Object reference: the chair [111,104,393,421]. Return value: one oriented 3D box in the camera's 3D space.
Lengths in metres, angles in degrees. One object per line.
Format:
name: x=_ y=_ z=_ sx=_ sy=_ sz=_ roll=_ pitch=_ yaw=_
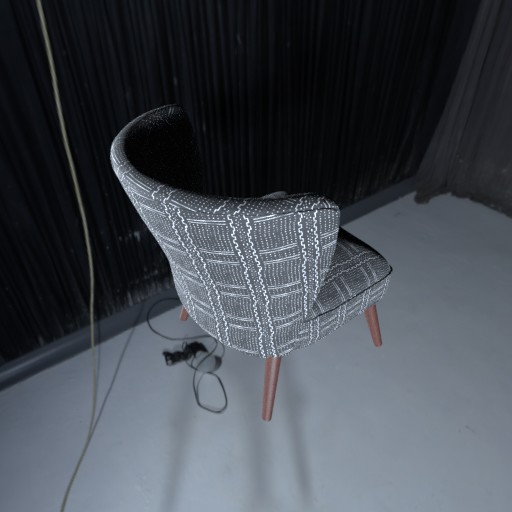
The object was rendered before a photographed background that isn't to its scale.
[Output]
chair: x=0.000 y=0.000 z=1.440 sx=0.758 sy=0.866 sz=0.710 roll=-26 pitch=47 yaw=-27
